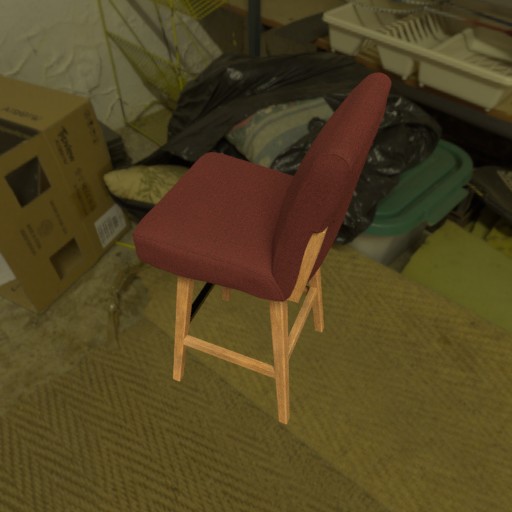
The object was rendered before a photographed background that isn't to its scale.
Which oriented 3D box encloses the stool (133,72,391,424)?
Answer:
[{"bbox_3d":[0.000,0.000,1.388,0.562,1.093,0.468,16,47,16],"label":"stool"}]
